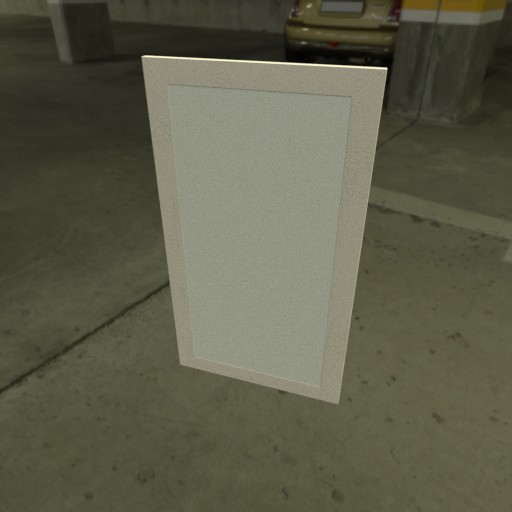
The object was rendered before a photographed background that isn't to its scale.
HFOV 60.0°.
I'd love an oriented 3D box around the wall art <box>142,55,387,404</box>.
[{"bbox_3d":[0.000,0.000,0.842,0.380,0.683,0.013,10,33,15],"label":"wall art"}]
